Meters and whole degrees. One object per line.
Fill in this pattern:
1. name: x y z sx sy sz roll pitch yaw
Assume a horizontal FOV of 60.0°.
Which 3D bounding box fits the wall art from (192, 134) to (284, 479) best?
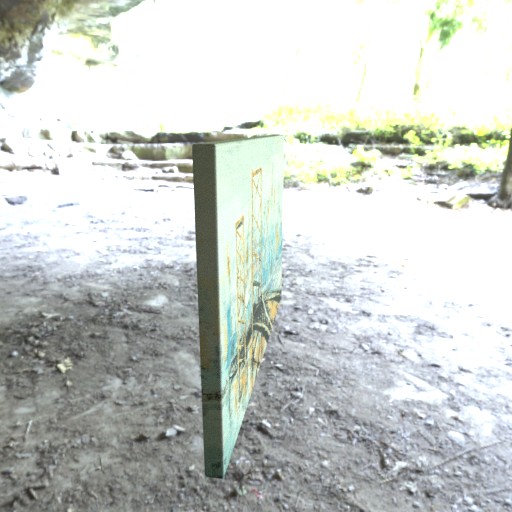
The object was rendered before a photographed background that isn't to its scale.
1. wall art: 0.000 0.000 1.178 0.038 0.609 0.913 3 16 10
